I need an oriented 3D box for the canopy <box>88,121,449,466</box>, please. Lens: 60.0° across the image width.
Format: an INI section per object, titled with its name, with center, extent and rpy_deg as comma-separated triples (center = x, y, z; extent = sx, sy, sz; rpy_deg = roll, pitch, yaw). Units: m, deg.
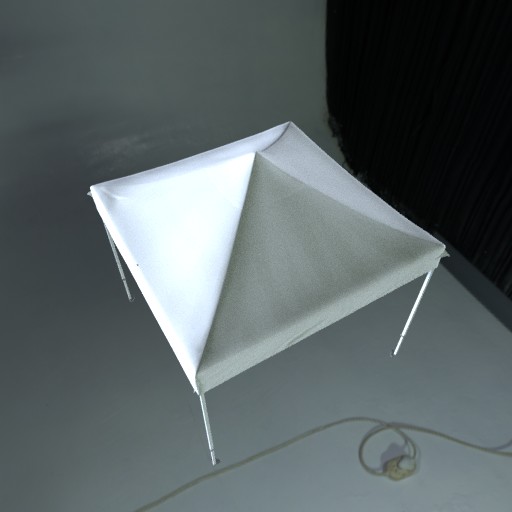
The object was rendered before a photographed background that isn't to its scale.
[canopy]
center = 0.000, 0.000, 5.462
extent = 2.996, 2.998, 2.994
rpy_deg = -24, 51, -21
